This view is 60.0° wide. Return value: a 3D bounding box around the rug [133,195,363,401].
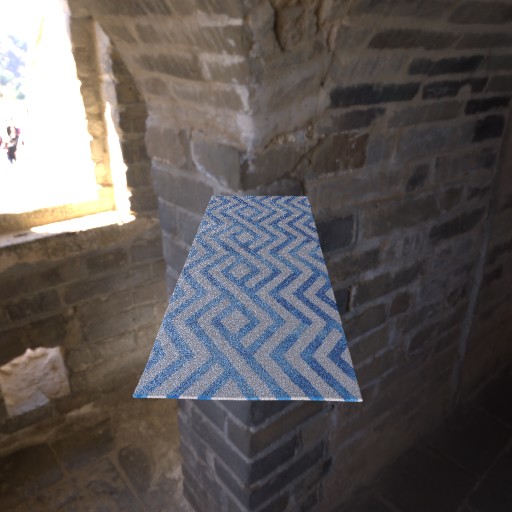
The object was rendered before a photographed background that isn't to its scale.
[{"bbox_3d":[0.000,0.000,1.643,0.503,0.007,1.492,1,25,1],"label":"rug"}]
